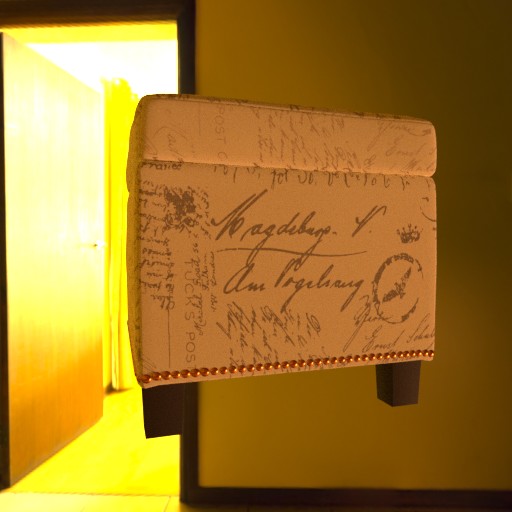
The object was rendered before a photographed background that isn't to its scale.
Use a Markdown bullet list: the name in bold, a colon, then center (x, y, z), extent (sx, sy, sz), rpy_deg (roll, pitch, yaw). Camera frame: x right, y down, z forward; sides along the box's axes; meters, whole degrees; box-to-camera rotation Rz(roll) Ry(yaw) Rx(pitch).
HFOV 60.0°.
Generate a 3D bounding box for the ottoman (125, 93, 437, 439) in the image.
- **ottoman**: center (0.000, 0.000, 0.811), extent (0.450, 0.457, 0.449), rpy_deg (-1, 2, -18)
